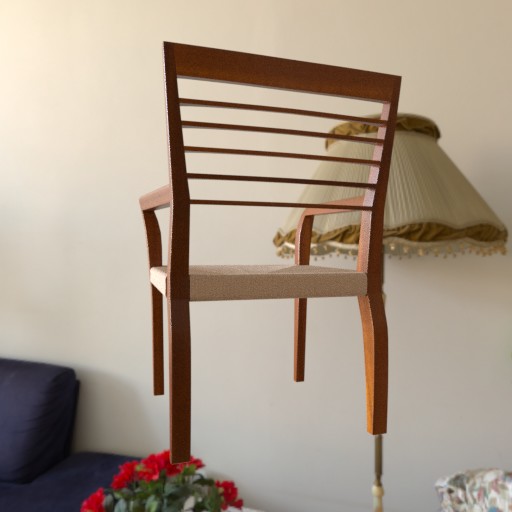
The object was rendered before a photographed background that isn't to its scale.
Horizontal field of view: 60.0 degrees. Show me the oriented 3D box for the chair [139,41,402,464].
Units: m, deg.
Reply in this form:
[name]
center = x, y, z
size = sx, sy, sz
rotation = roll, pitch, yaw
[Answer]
[chair]
center = 0.000, 0.000, 1.203
size = 0.587, 0.855, 0.540
rotation = 0, 0, -18
